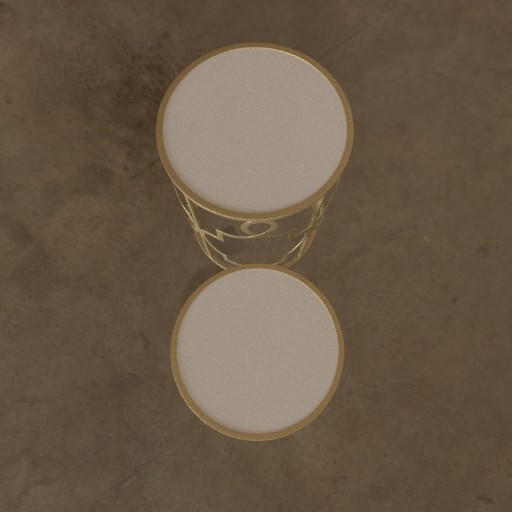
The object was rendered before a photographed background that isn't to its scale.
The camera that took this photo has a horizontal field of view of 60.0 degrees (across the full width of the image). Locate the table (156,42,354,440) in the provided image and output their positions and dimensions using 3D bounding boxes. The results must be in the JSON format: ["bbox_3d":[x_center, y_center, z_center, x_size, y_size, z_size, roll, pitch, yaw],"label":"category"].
[{"bbox_3d":[0.000,0.000,1.164,0.420,0.564,0.846,-1,76,0],"label":"table"}]
